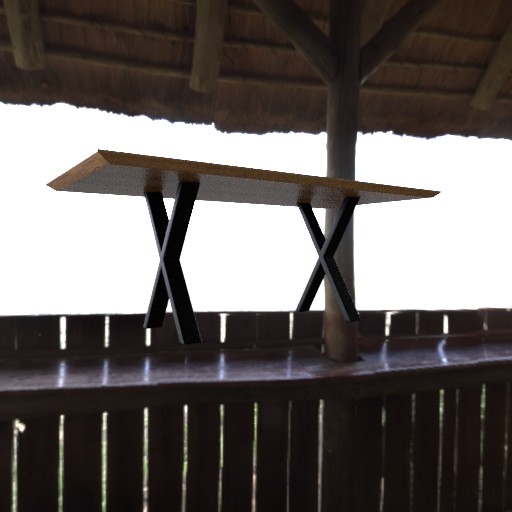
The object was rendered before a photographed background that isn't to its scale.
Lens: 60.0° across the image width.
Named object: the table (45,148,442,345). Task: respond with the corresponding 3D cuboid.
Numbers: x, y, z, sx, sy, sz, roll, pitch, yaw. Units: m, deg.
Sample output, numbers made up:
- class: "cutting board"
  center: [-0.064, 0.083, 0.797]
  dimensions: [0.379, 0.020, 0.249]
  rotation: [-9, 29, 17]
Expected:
- class: "table"
  center: [0.000, 0.000, 2.489]
  dimensions: [2.000, 0.770, 1.000]
  rotation: [-1, 1, -35]
